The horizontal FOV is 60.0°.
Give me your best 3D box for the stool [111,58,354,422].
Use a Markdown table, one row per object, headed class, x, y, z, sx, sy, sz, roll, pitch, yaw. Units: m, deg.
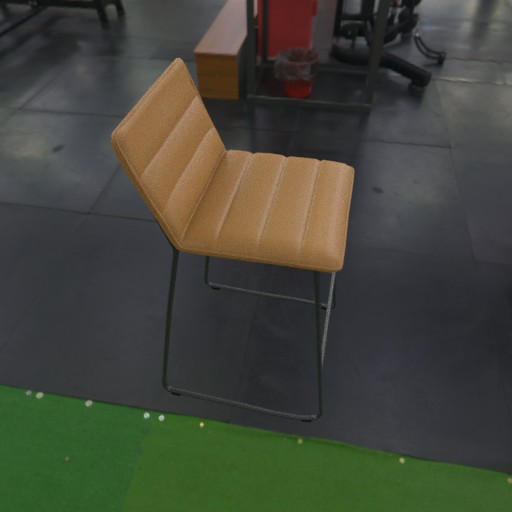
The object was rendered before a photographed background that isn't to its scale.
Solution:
| class | x | y | z | sx | sy | sz | roll | pitch | yaw |
| --- | --- | --- | --- | --- | --- | --- | --- | --- | --- |
| stool | 0.000 | 0.000 | 1.261 | 0.524 | 0.936 | 0.489 | 9 | 47 | 9 |
